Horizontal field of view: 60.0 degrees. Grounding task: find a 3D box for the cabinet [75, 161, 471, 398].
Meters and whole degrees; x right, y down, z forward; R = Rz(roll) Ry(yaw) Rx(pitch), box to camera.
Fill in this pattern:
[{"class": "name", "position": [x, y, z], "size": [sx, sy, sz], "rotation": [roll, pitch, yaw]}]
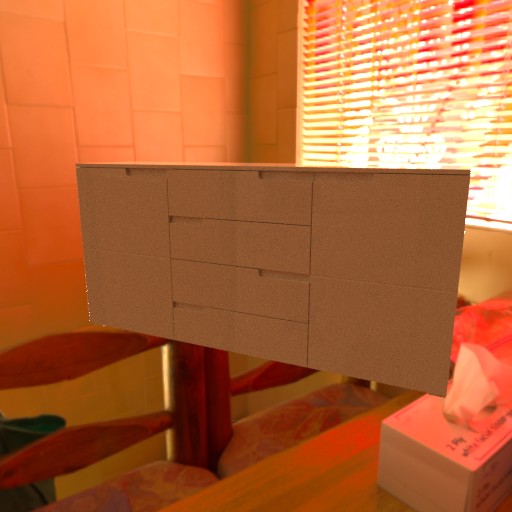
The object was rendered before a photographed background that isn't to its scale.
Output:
[{"class": "cabinet", "position": [0.000, 0.000, 1.975], "size": [1.650, 0.800, 0.400], "rotation": [6, 15, 24]}]
